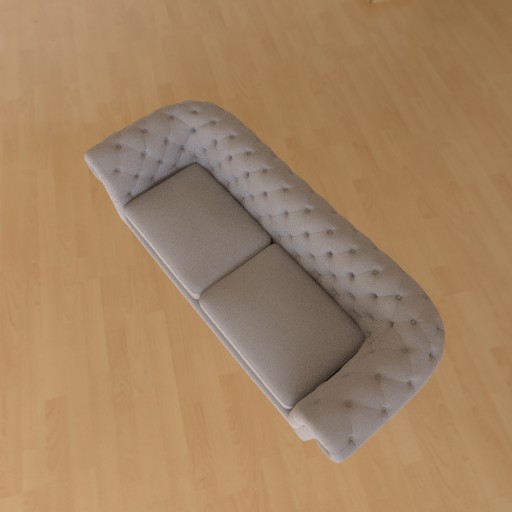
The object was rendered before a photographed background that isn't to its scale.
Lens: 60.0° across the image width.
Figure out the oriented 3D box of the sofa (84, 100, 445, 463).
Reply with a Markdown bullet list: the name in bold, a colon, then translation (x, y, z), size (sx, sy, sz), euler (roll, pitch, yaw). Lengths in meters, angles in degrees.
- **sofa**: translation (0.000, 0.000, 2.839), size (0.991, 0.749, 2.411), euler (-36, 68, -17)
